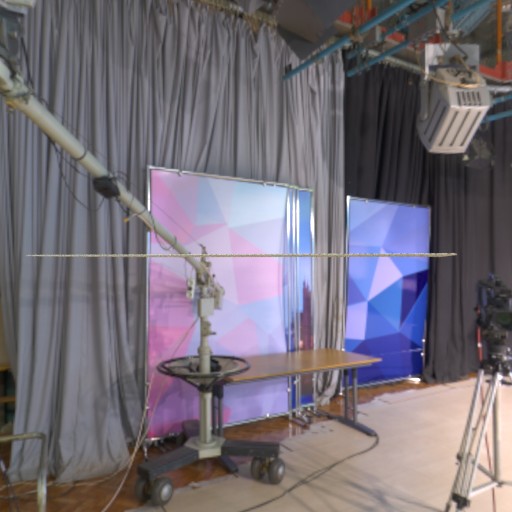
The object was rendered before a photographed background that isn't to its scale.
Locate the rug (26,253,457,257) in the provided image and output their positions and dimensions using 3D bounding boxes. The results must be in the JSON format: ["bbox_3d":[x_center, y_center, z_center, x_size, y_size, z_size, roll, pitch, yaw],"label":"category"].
[{"bbox_3d":[0.000,0.000,2.310,1.828,0.005,1.219,0,0,20],"label":"rug"}]
